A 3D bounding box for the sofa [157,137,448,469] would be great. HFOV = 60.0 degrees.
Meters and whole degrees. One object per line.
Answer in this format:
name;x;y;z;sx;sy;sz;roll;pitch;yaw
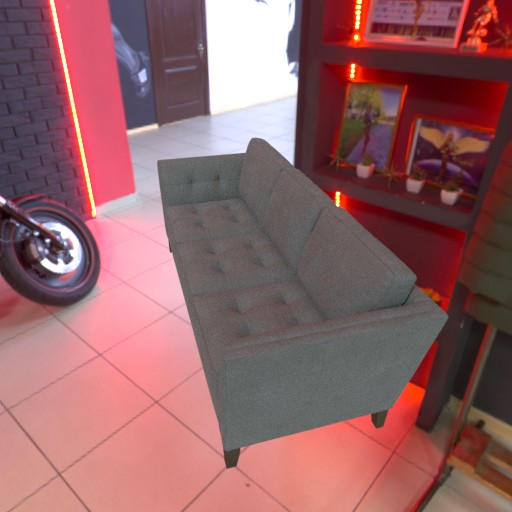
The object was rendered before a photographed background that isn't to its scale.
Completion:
sofa;0.000;0.000;2.849;0.965;0.940;2.387;-9;31;-14
